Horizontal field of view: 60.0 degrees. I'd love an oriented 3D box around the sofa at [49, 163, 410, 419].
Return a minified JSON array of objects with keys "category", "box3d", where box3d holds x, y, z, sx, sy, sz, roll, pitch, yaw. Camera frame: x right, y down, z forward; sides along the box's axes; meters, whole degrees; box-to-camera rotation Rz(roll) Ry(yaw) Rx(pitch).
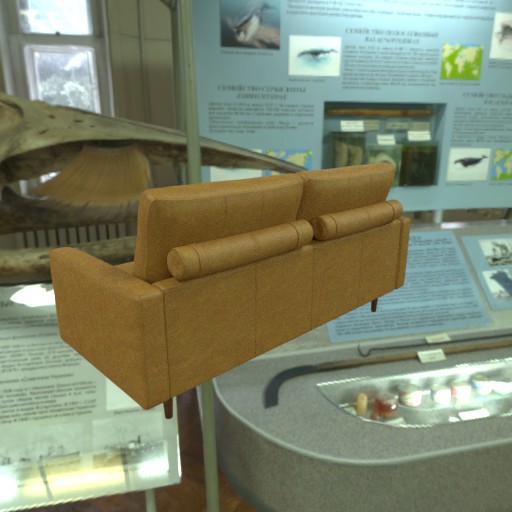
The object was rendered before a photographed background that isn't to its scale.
[{"category":"sofa","box3d":[0.000,0.000,2.305,1.821,0.898,0.850,-15,22,-42]}]
